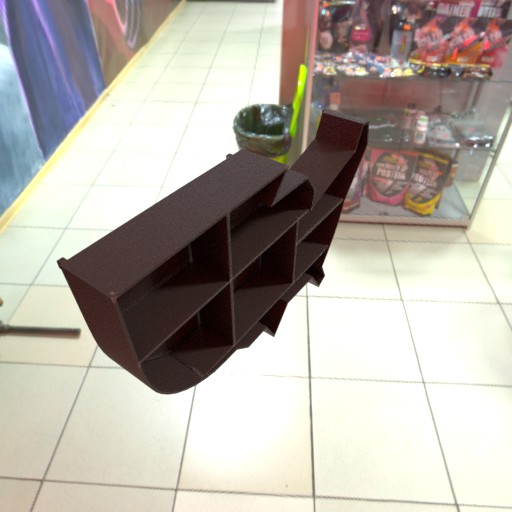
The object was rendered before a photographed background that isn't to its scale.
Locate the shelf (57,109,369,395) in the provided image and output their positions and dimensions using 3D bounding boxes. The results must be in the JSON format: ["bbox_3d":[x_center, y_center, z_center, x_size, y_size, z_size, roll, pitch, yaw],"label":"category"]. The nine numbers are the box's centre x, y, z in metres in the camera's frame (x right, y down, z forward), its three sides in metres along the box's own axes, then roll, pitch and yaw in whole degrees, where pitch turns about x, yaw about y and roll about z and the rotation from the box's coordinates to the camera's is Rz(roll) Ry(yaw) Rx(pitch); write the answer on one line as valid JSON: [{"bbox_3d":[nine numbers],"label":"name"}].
[{"bbox_3d":[0.000,0.000,0.912,0.112,0.439,0.729,26,47,26],"label":"shelf"}]
